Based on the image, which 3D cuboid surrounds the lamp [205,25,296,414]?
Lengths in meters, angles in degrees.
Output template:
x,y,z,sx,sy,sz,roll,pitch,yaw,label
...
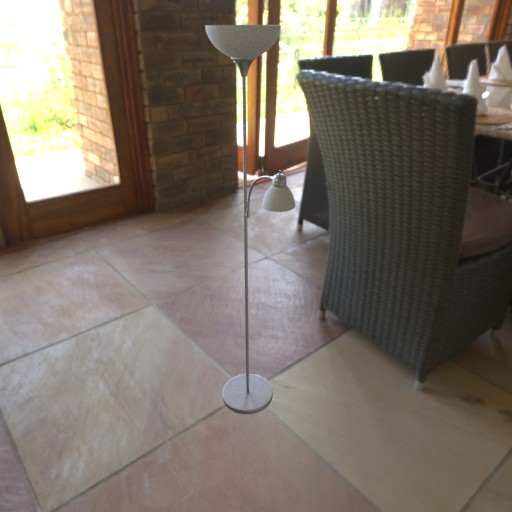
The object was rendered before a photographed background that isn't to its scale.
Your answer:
x,y,z,sx,sy,sz,roll,pitch,yaw,label
0.000,0.000,1.956,0.279,1.804,0.425,-19,34,-32,lamp
